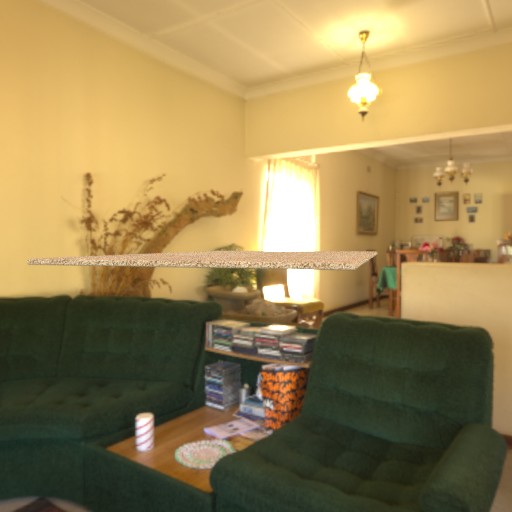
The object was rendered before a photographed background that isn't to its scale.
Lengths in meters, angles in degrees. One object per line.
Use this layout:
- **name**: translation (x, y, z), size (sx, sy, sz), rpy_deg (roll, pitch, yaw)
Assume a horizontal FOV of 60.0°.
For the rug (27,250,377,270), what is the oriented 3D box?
- **rug**: translation (0.000, 0.000, 3.028), size (1.524, 0.030, 2.438), rpy_deg (1, 2, 17)
